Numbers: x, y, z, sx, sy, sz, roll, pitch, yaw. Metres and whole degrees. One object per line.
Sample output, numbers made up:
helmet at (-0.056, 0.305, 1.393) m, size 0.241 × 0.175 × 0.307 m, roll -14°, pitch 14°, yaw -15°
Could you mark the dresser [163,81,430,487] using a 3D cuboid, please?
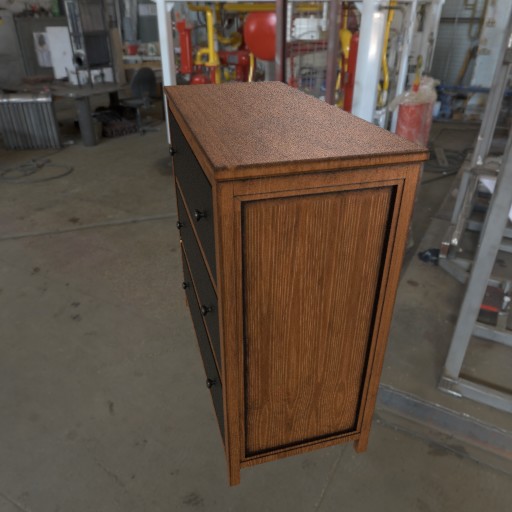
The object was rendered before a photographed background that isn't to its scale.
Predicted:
dresser at (0.000, 0.000, 1.903) m, size 0.591 × 1.224 × 1.250 m, roll -8°, pitch 30°, yaw -14°
